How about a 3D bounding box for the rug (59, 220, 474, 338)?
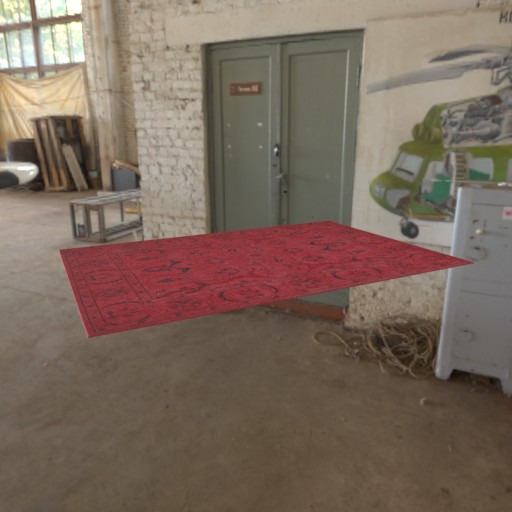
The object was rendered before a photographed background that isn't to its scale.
[{"bbox_3d":[0.000,0.000,2.315,1.814,0.008,1.209,-8,17,-26],"label":"rug"}]
